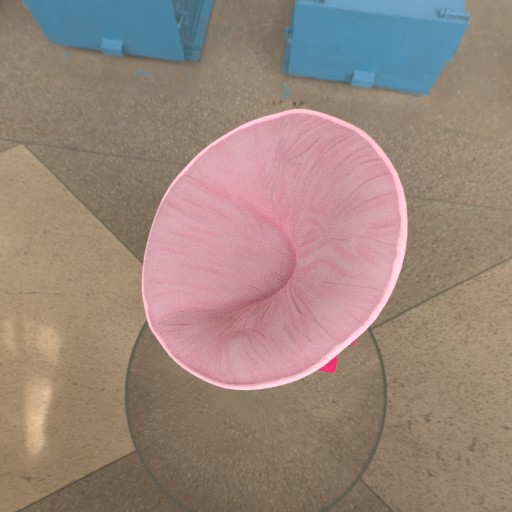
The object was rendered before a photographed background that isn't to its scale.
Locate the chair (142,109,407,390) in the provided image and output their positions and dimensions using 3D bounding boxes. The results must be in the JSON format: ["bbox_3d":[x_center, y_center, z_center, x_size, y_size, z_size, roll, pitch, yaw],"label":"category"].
[{"bbox_3d":[0.000,0.000,0.900,0.459,0.494,0.522,9,74,3],"label":"chair"}]
